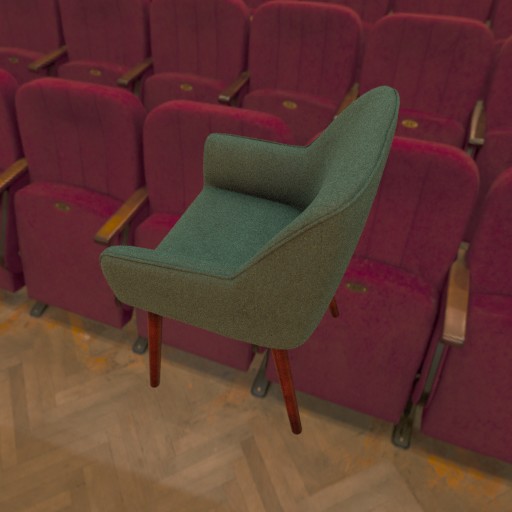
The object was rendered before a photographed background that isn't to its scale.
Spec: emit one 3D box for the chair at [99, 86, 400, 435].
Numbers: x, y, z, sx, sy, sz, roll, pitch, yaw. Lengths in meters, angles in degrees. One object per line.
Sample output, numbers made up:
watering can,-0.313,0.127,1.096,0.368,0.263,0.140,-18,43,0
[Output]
chair,0.000,0.000,1.133,0.519,0.803,0.543,15,47,15
